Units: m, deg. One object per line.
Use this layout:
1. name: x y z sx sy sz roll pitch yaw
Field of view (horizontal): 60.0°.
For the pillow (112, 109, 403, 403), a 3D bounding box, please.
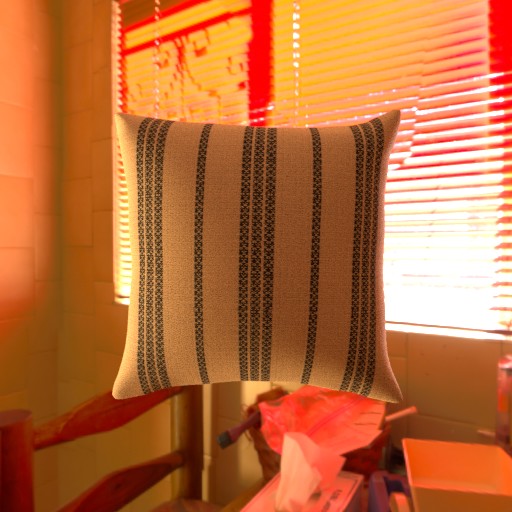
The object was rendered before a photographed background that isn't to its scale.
1. pillow: 0.000 0.000 0.621 0.405 0.406 0.173 0 0 2
